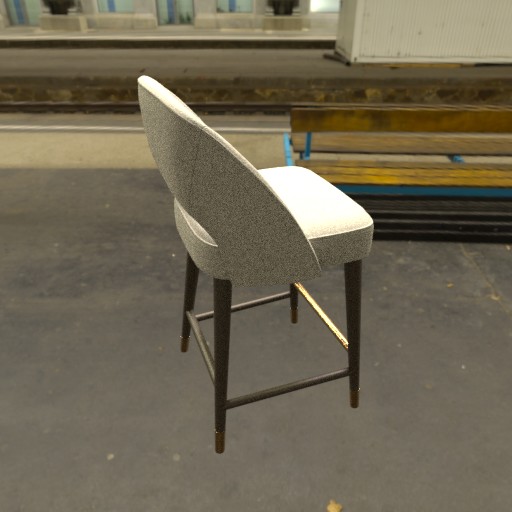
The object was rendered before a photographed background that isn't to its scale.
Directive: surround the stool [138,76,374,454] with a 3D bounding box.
[{"bbox_3d":[0.000,0.000,1.216,0.509,0.940,0.494,-11,33,-18],"label":"stool"}]
